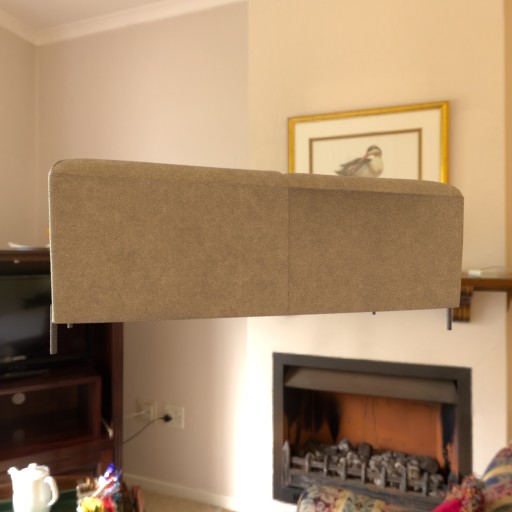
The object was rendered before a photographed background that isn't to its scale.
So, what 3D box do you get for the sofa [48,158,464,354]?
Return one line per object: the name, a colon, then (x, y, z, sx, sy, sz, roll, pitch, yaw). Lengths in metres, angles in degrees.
sofa: (0.000, 0.000, 2.278, 1.878, 0.747, 0.905, 0, -1, -18)
